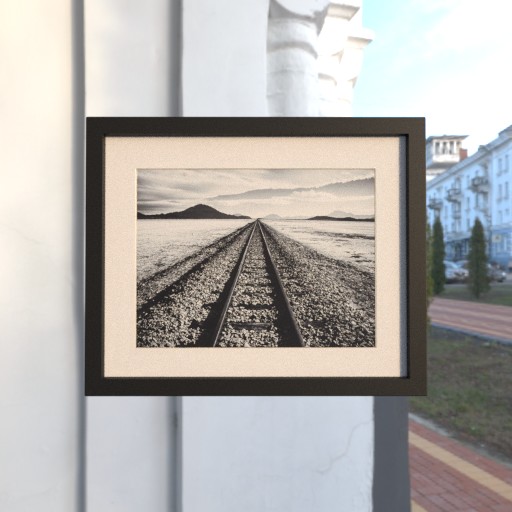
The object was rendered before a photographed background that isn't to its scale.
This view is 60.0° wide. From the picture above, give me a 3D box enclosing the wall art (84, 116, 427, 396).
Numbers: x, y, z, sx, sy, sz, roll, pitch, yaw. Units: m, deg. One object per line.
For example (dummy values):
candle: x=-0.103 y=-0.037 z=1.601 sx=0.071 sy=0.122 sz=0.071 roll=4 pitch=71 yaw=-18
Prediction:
wall art: x=0.000 y=0.000 z=0.740 sx=0.559 sy=0.458 sz=0.029 roll=0 pitch=-1 yaw=0
